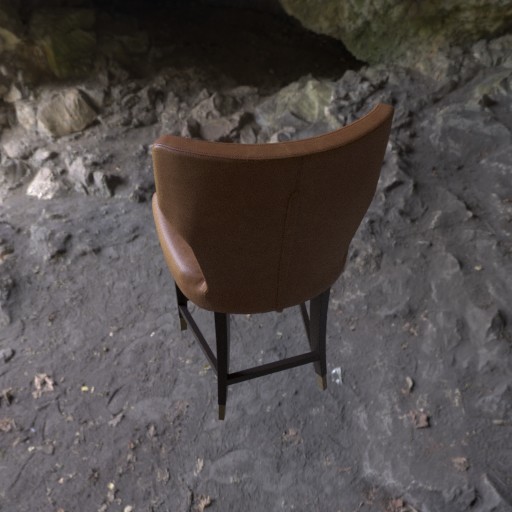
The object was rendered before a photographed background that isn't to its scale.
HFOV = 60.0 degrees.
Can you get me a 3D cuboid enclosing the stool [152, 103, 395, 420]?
[{"bbox_3d":[0.000,0.000,1.305,0.526,0.982,0.563,-12,43,-13],"label":"stool"}]
